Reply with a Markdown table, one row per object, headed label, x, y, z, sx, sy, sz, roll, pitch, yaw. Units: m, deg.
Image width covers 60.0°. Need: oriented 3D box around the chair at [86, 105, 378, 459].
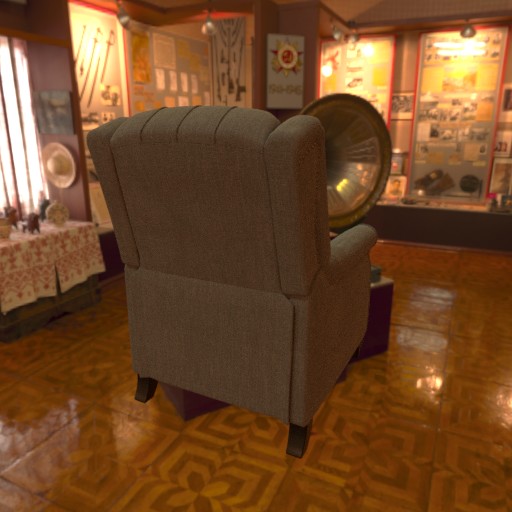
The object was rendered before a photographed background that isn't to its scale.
| label | x | y | z | sx | sy | sz | roll | pitch | yaw |
| --- | --- | --- | --- | --- | --- | --- | --- | --- | --- |
| chair | 0.000 | 0.000 | 1.641 | 0.742 | 1.035 | 0.898 | 8 | 18 | 26 |
